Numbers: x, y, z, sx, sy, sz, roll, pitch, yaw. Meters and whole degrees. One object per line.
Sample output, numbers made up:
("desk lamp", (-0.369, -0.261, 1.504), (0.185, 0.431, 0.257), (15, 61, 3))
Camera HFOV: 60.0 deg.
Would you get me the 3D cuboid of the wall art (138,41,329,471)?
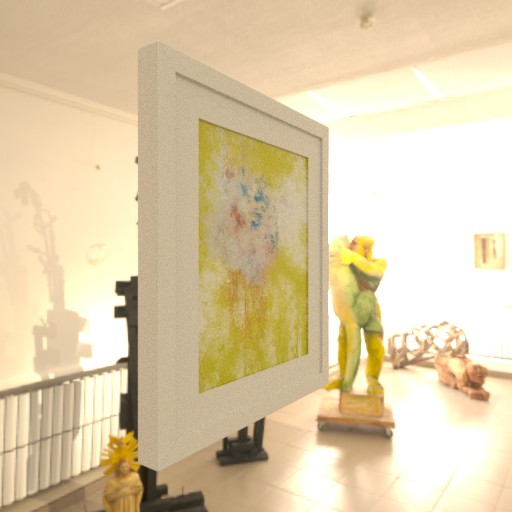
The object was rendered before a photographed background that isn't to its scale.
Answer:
("wall art", (0.000, 0.000, 0.531), (0.028, 0.381, 0.331), (0, 0, 36))
